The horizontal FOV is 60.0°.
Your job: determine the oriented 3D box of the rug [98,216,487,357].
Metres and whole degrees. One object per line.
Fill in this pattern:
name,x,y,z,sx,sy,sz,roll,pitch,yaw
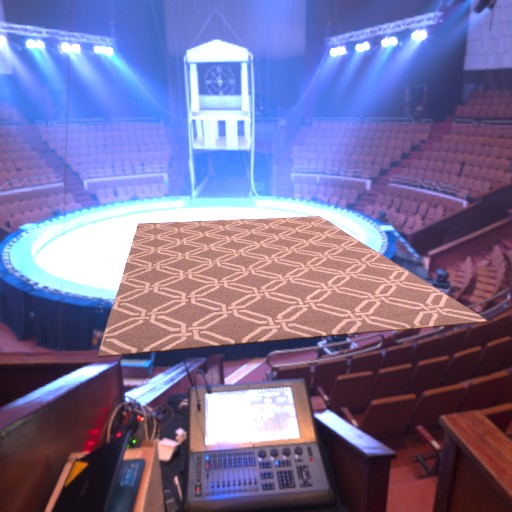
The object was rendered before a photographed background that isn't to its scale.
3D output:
rug,0.000,0.000,4.279,2.441,0.020,3.419,-3,17,-10
